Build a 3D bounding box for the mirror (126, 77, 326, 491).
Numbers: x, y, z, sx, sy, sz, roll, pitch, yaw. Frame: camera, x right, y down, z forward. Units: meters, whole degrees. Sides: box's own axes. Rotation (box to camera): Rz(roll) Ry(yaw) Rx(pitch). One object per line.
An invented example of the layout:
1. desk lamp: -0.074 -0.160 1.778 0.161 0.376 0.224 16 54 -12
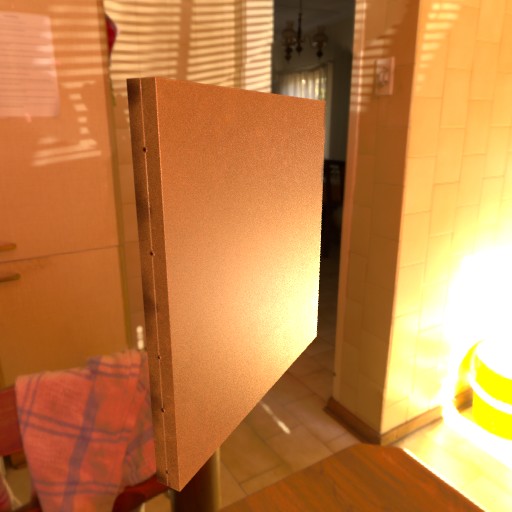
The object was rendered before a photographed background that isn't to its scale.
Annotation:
1. mirror: 0.000 0.000 0.735 0.042 0.507 0.509 8 18 27
